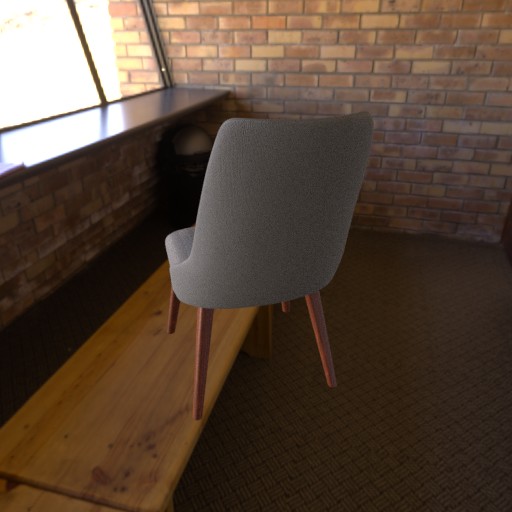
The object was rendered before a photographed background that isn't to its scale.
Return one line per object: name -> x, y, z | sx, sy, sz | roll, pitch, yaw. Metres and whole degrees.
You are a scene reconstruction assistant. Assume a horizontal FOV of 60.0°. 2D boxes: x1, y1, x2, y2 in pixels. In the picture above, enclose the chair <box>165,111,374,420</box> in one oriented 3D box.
chair -> 0.000, 0.000, 1.342 | 0.535, 0.918, 0.707 | -8, 28, -15
